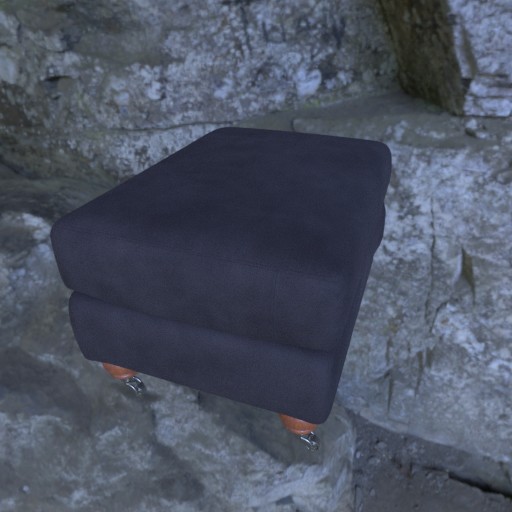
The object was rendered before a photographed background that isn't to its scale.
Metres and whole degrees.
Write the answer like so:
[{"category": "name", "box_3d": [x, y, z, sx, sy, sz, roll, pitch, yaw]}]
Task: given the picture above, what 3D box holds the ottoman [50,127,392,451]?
[{"category": "ottoman", "box_3d": [0.000, 0.000, 1.129, 0.574, 0.497, 0.773, 11, 32, 17]}]
